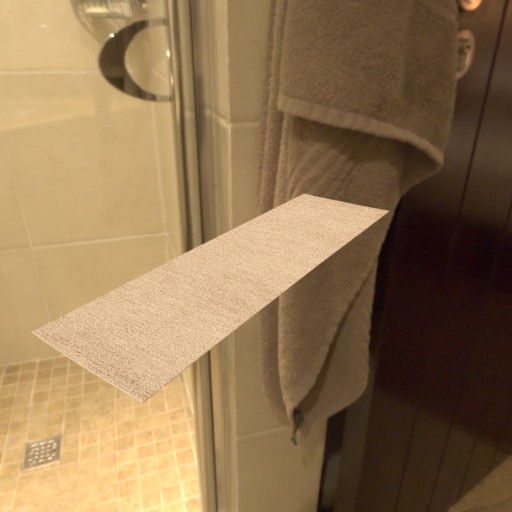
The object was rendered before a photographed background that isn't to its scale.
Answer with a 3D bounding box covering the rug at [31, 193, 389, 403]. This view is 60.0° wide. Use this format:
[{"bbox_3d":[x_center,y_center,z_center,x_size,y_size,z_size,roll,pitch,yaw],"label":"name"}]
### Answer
[{"bbox_3d":[0.000,0.000,2.576,0.712,0.013,2.346,18,31,32],"label":"rug"}]
